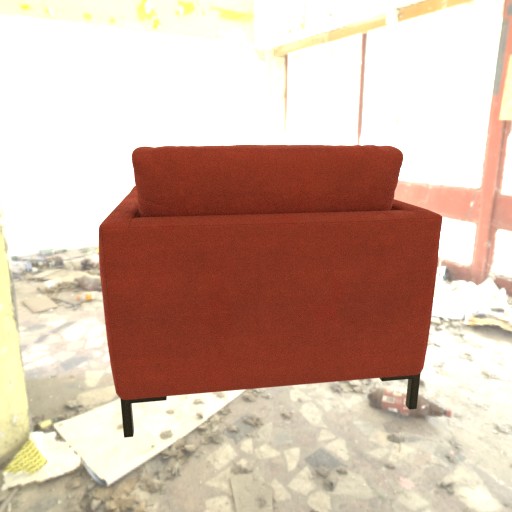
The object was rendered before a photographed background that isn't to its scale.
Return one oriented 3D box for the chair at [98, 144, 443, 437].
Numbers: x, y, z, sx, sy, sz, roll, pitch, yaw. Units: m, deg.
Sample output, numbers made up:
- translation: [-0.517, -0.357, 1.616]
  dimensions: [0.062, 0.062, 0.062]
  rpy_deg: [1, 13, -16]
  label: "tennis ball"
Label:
- translation: [0.000, 0.000, 1.634]
  dimensions: [0.964, 0.812, 0.875]
  rpy_deg: [-2, 16, -9]
  label: "chair"
